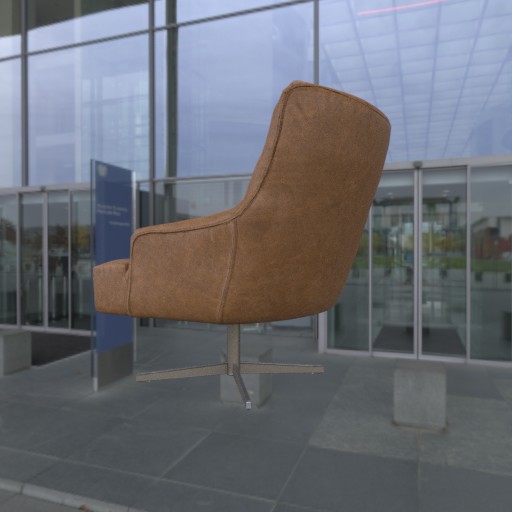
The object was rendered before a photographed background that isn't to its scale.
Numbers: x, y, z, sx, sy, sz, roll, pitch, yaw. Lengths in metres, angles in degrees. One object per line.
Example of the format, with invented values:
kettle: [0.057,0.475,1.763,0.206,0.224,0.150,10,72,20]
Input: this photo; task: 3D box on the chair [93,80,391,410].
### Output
chair: [0.000,0.000,1.522,0.874,0.869,0.729,0,1,35]
